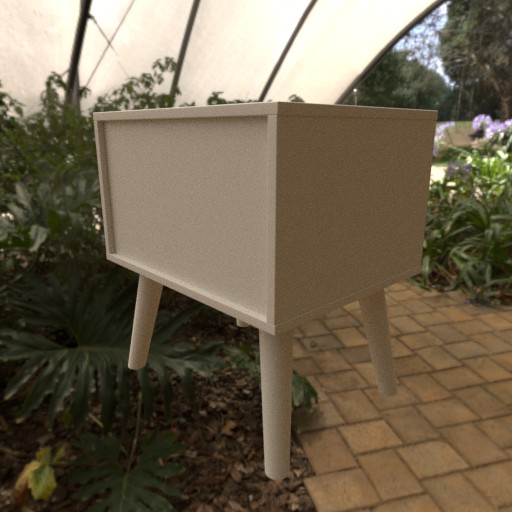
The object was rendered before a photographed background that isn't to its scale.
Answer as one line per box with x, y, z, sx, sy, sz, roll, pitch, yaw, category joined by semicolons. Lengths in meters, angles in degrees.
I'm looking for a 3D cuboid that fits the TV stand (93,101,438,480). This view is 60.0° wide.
0.000;0.000;0.903;0.405;0.559;0.508;-14;21;-41;TV stand
